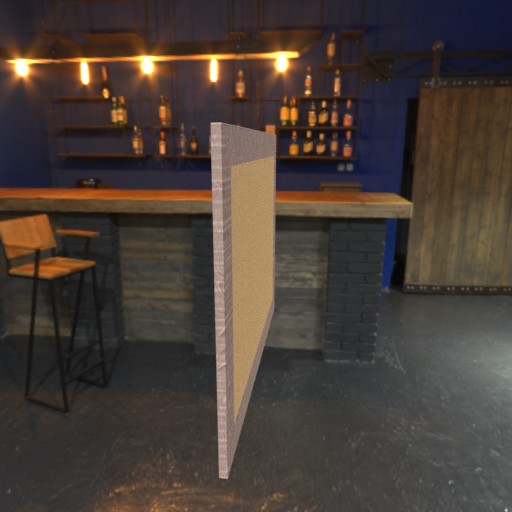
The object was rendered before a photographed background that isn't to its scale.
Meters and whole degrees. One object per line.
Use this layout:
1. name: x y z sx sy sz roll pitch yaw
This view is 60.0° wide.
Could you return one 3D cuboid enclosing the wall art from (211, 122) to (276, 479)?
1. wall art: 0.000 0.000 1.402 0.020 0.761 1.056 2 14 8
